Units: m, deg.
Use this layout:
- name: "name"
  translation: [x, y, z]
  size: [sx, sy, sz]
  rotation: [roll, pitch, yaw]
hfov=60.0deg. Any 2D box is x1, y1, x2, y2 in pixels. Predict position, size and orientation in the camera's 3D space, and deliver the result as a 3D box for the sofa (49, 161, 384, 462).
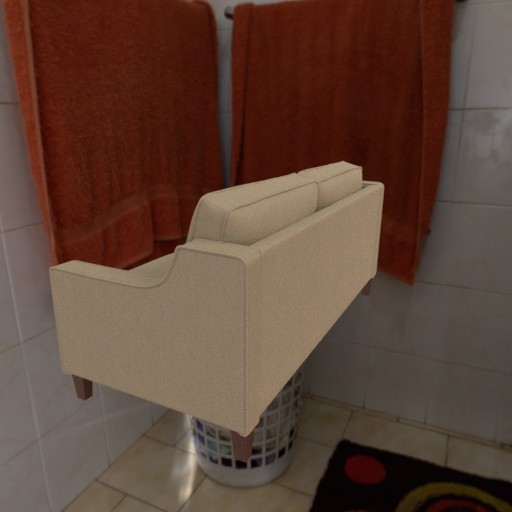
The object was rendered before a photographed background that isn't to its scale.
- name: "sofa"
  translation: [0.000, 0.000, 2.766]
  size: [1.066, 1.071, 2.178]
  rotation: [9, 19, 26]
